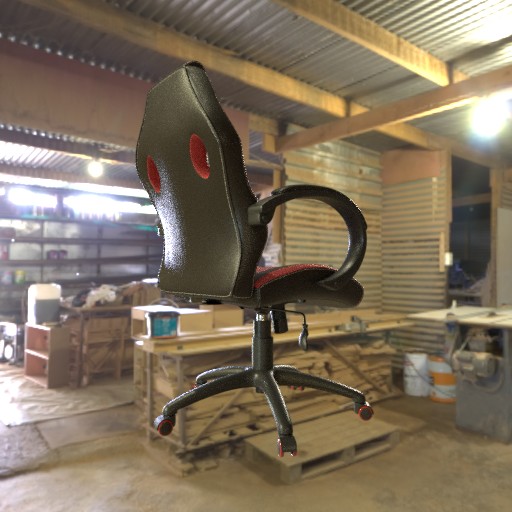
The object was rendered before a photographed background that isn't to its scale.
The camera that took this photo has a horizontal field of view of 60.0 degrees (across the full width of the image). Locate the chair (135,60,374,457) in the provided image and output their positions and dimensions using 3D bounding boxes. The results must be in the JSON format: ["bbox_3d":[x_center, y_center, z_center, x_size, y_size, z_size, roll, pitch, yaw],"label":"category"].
[{"bbox_3d":[0.000,0.000,1.668,0.783,1.189,0.750,1,-2,-38],"label":"chair"}]
